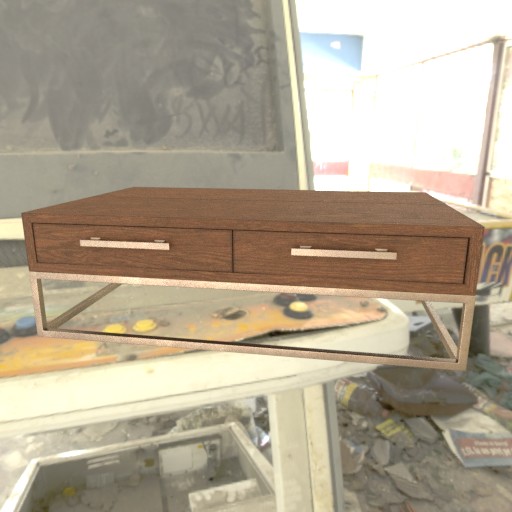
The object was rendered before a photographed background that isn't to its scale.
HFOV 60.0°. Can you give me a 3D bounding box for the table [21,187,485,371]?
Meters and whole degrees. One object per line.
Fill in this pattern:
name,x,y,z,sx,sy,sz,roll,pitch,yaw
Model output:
table,0.000,0.000,1.462,1.167,0.361,0.719,3,15,10
